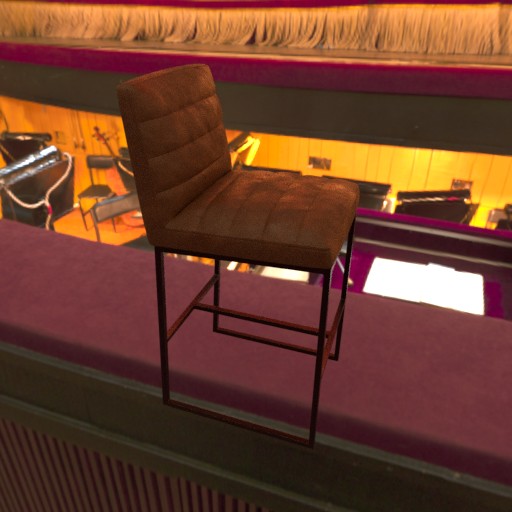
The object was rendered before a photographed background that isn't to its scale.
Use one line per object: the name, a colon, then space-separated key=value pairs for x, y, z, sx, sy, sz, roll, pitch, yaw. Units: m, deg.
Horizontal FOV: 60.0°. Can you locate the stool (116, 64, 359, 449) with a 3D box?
stool: x=0.000 y=0.000 z=1.387 sx=0.562 sy=1.065 sz=0.463 roll=10 pitch=31 yaw=17
